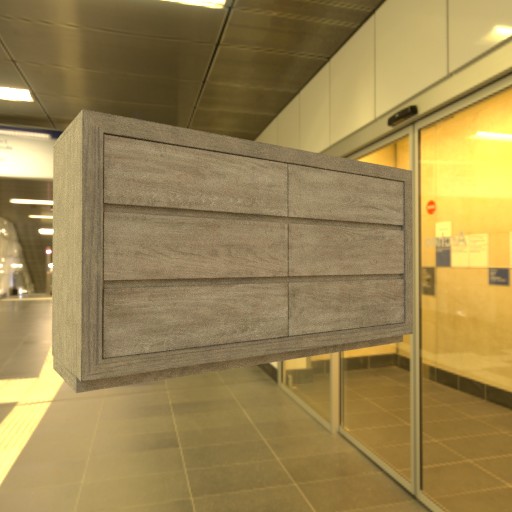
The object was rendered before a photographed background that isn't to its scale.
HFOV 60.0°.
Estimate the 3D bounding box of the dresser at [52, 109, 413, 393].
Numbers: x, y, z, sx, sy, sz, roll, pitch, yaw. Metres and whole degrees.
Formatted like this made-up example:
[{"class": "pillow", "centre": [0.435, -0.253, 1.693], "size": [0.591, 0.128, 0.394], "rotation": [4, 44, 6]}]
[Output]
[{"class": "dresser", "centre": [0.000, 0.000, 2.020], "size": [1.628, 0.889, 0.483], "rotation": [1, -1, -34]}]
